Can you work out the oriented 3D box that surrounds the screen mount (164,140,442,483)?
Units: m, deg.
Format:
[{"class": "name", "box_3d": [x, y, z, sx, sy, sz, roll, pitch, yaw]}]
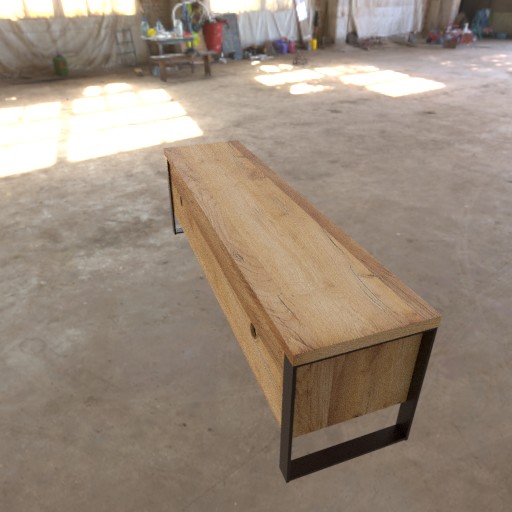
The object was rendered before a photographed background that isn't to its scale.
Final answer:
[{"class": "screen mount", "box_3d": [0.000, 0.000, 1.708, 0.395, 0.450, 1.524, -11, 32, -17]}]
